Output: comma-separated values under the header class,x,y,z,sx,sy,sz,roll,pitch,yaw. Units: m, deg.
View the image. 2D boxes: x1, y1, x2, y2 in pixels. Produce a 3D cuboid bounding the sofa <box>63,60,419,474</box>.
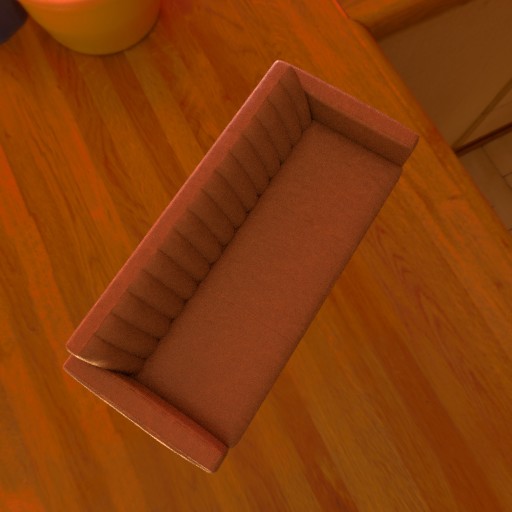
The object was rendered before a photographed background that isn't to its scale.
class,x,y,z,sx,sy,sz,roll,pitch,yaw
sofa,0.000,0.000,2.709,0.990,0.821,2.291,32,77,8
